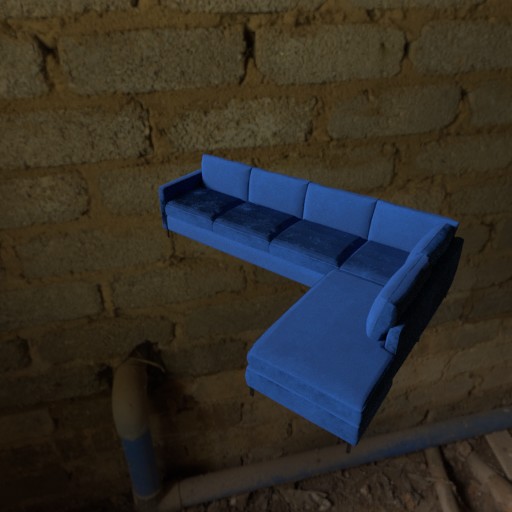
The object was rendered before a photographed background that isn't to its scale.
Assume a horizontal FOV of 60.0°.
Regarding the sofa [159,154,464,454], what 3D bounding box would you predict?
[{"bbox_3d":[0.000,0.000,3.260,2.486,0.687,1.707,21,38,30],"label":"sofa"}]
